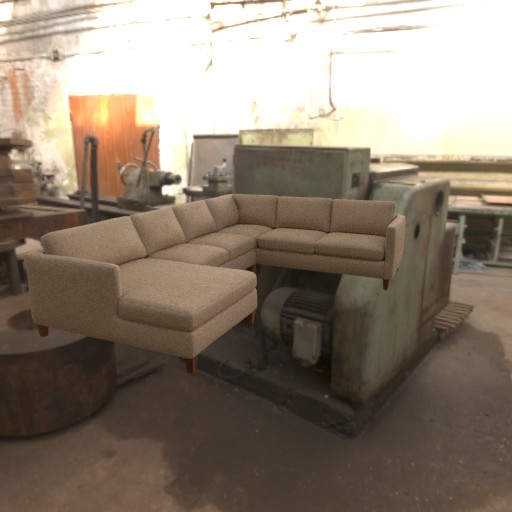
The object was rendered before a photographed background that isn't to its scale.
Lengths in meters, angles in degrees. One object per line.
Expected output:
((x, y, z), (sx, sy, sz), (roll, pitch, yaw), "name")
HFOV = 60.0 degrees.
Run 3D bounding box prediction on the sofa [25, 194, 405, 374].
((0.000, 0.000, 4.526), (2.551, 0.889, 3.403), (6, 15, 24), "sofa")
